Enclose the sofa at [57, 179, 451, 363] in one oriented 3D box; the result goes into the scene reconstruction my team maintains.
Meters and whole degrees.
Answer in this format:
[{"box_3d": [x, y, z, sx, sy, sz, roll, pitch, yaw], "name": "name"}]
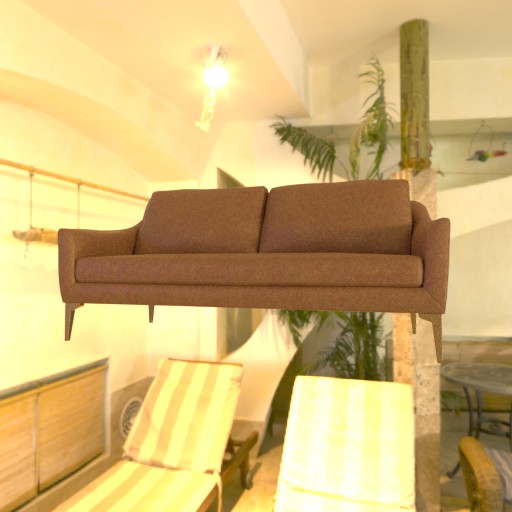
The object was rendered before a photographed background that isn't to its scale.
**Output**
[{"box_3d": [0.000, 0.000, 2.616, 2.036, 0.945, 0.981, 0, -1, 17], "name": "sofa"}]
